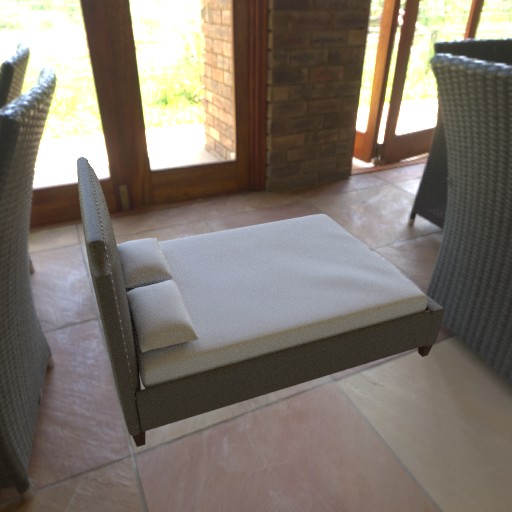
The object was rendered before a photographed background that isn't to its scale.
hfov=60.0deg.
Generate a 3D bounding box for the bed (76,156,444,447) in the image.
[{"bbox_3d":[0.000,0.000,3.455,2.372,1.443,1.712,-11,32,-18],"label":"bed"}]
